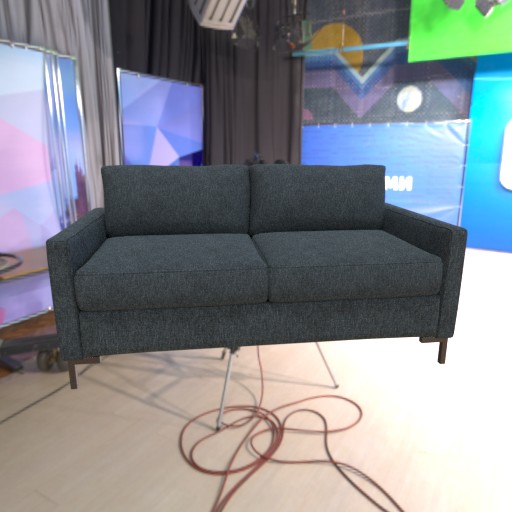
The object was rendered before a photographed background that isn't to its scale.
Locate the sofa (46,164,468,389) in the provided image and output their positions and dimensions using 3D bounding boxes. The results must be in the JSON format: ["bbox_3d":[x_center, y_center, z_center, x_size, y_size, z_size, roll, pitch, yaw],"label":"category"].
[{"bbox_3d":[0.000,0.000,2.185,1.716,0.862,0.866,-2,15,-7],"label":"sofa"}]
